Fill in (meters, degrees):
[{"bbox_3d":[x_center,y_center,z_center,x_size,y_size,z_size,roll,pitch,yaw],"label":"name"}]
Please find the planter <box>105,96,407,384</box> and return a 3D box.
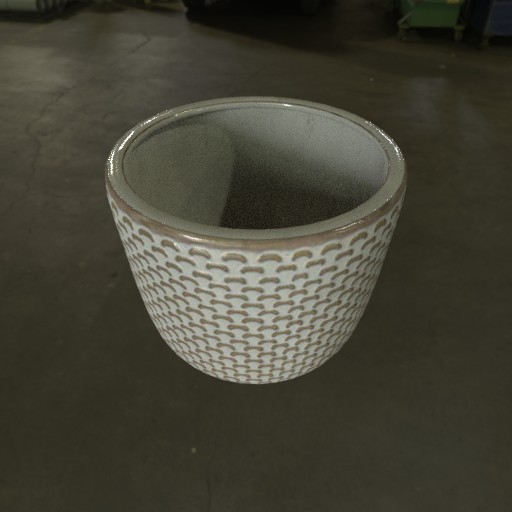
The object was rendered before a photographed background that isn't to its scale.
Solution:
[{"bbox_3d":[0.000,0.000,0.248,0.139,0.130,0.139,0,40,0],"label":"planter"}]
